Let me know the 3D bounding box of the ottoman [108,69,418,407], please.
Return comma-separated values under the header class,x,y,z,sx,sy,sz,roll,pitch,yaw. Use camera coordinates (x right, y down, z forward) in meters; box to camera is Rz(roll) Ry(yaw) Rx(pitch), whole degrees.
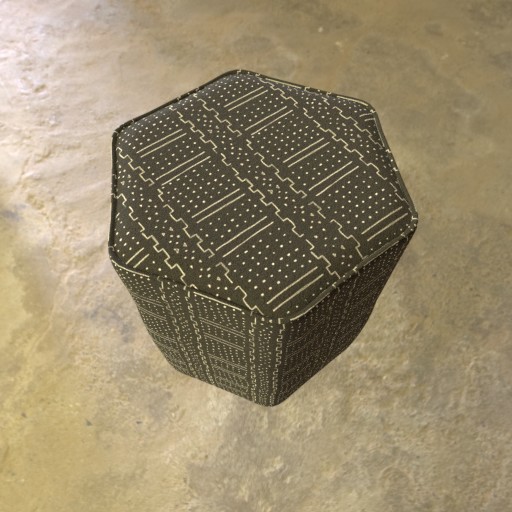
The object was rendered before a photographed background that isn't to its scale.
class,x,y,z,sx,sy,sz,roll,pitch,yaw
ottoman,0.000,0.000,0.866,0.494,0.502,0.443,-34,65,-19
